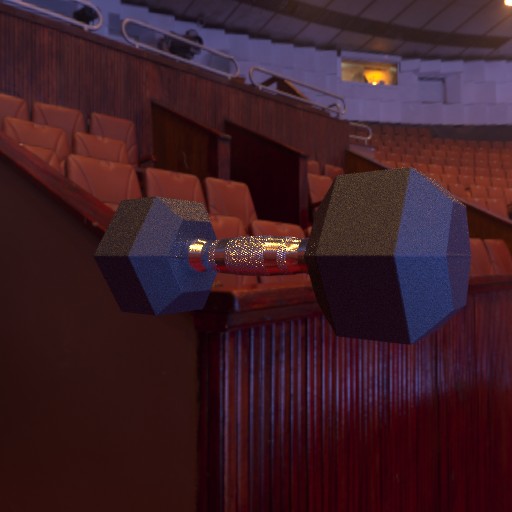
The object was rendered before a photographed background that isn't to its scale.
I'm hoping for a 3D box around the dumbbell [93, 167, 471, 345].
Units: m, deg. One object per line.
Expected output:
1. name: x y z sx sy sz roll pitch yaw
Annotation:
1. dumbbell: 0.000 0.000 0.319 0.272 0.092 0.106 0 0 36
